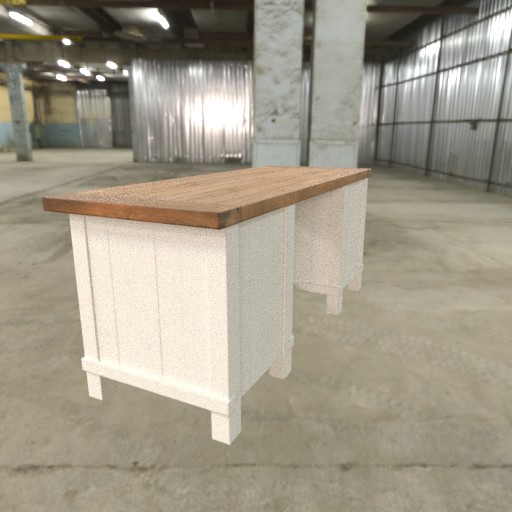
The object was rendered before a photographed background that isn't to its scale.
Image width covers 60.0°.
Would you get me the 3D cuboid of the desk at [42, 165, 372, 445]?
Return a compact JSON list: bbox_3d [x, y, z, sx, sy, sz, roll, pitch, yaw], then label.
[{"bbox_3d":[0.000,0.000,2.203,0.688,0.760,1.803,8,17,26],"label":"desk"}]
